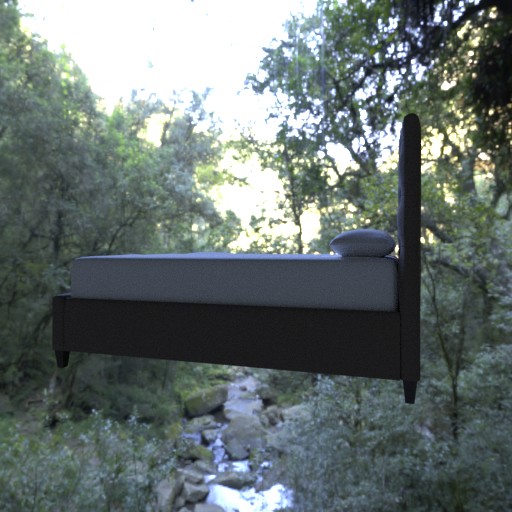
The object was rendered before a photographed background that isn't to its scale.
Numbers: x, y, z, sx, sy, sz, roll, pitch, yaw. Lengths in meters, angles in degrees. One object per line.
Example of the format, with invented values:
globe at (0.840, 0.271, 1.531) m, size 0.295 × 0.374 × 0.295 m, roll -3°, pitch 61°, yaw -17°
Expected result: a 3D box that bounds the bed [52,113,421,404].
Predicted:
bed at (0.000, 0.000, 3.286) m, size 2.233 × 1.426 × 1.696 m, roll 0°, pitch 1°, yaw 18°
